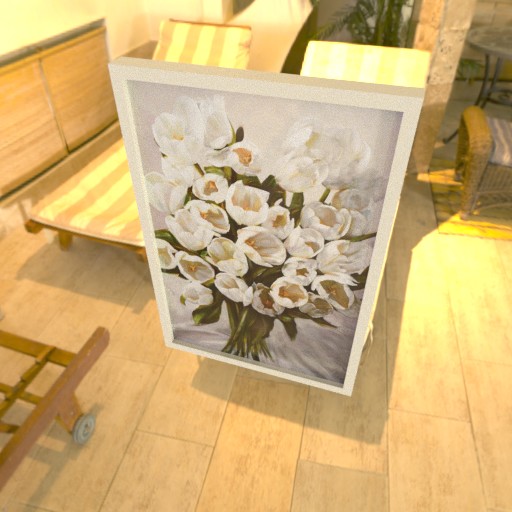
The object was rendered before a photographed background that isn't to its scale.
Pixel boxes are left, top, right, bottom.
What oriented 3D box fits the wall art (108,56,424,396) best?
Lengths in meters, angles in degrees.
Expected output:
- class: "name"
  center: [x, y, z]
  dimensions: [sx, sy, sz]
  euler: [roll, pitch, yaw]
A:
- class: "wall art"
  center: [0.000, 0.000, 0.539]
  dimensions: [0.293, 0.428, 0.025]
  euler: [12, 41, 14]
